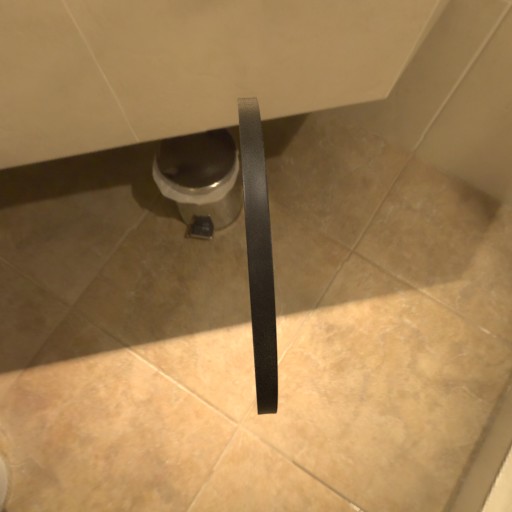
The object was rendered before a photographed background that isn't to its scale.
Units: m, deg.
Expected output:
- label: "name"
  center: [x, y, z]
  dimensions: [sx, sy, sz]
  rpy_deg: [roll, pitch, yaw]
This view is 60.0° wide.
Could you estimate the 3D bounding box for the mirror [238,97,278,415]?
- label: "mirror"
  center: [0.000, 0.000, 0.838]
  dimensions: [0.032, 0.565, 0.565]
  rpy_deg: [-4, 74, -1]
